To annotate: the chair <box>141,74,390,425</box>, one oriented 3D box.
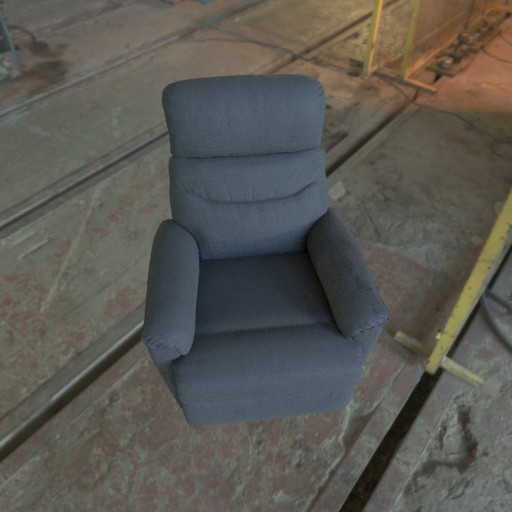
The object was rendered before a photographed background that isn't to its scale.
[{"bbox_3d":[0.000,0.000,1.731,0.820,1.037,1.004,-5,48,-4],"label":"chair"}]
